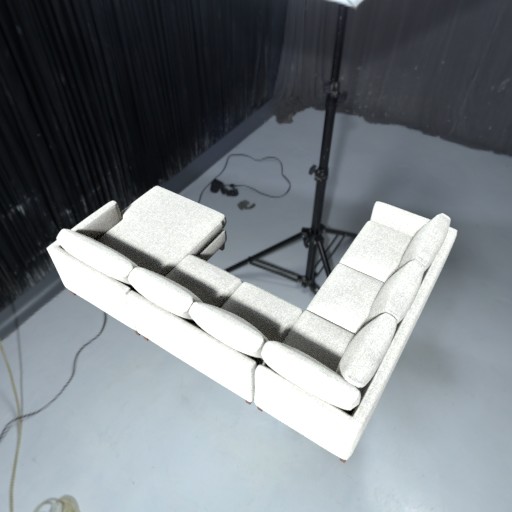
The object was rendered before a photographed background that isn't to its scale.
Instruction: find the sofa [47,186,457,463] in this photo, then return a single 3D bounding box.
[{"bbox_3d":[0.000,0.000,4.751,3.460,0.959,2.593,25,51,22],"label":"sofa"}]
